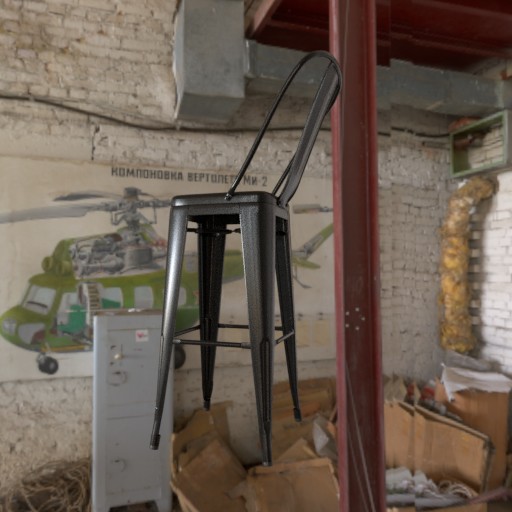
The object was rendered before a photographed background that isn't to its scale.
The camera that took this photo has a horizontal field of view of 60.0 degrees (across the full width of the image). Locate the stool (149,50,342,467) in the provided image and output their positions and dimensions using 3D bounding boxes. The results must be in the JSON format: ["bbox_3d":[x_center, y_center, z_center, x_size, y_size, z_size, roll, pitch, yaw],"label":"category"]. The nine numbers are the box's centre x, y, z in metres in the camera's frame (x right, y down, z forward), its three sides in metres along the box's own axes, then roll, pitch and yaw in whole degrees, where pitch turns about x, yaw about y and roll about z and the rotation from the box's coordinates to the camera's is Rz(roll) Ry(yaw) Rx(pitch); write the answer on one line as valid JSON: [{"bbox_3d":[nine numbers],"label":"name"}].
[{"bbox_3d":[0.000,0.000,1.352,0.513,1.096,0.399,0,-1,18],"label":"stool"}]
